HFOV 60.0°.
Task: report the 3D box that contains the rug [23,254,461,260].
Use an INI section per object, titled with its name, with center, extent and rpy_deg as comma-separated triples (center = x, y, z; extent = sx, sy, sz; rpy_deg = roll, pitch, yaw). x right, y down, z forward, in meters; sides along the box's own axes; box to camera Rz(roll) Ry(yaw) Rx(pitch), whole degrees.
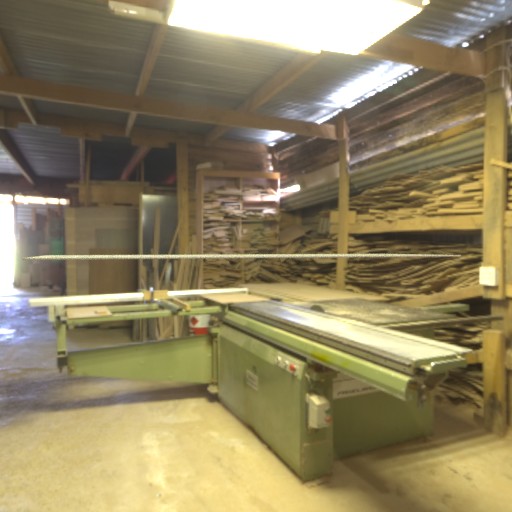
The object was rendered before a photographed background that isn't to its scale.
[rug]
center = 0.000, 0.000, 2.702
extent = 2.435, 0.009, 0.750
rpy_deg = 0, 1, -19
